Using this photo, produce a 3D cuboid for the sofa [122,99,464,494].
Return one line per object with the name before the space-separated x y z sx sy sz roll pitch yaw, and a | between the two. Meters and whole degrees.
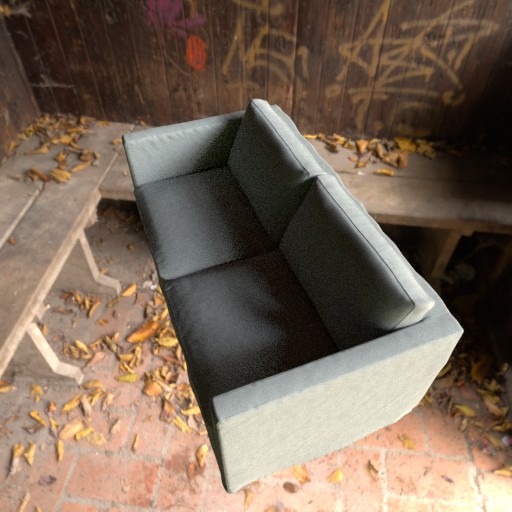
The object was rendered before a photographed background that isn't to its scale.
sofa | 0.000 0.000 2.183 0.944 0.830 1.727 -16 49 -14
